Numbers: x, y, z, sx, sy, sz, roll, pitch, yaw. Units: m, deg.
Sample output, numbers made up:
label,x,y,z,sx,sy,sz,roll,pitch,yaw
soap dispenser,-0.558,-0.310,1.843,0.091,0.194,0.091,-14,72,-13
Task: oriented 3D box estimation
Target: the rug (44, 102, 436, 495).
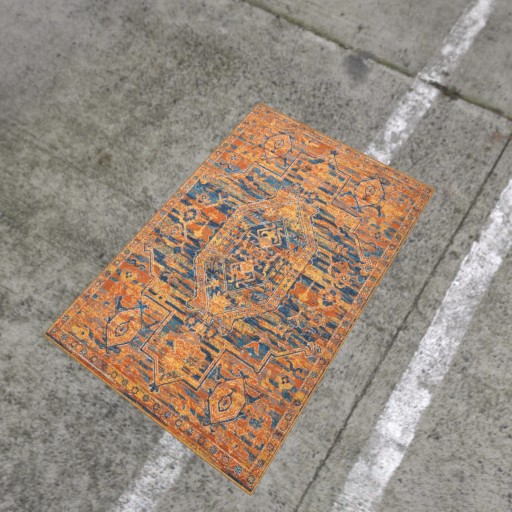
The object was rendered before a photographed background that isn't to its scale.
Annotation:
label,x,y,z,sx,sy,sz,roll,pitch,yaw
rug,0.000,0.000,2.201,1.148,0.013,1.758,31,67,15
